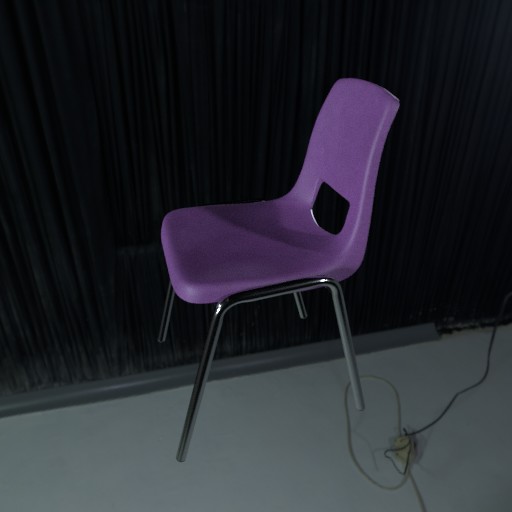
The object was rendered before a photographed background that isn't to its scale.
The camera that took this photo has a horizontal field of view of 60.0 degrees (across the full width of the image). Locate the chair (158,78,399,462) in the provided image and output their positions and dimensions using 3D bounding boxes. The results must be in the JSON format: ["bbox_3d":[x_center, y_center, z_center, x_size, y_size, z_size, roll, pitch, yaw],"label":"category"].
[{"bbox_3d":[0.000,0.000,0.905,0.432,0.654,0.381,-8,31,-14],"label":"chair"}]
